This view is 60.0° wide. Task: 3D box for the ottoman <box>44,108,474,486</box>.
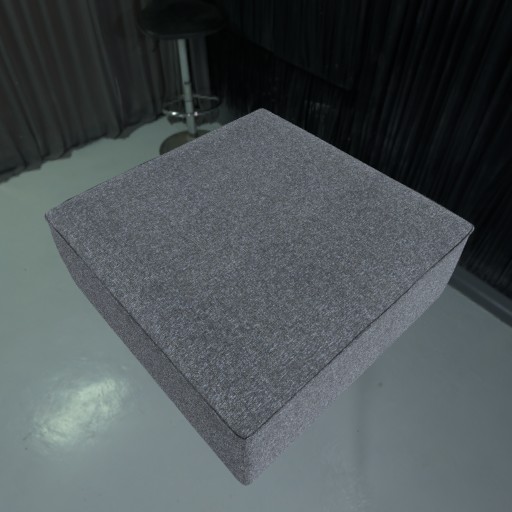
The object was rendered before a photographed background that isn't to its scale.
[{"bbox_3d":[0.000,0.000,1.552,1.017,0.423,1.021,-34,56,-27],"label":"ottoman"}]
